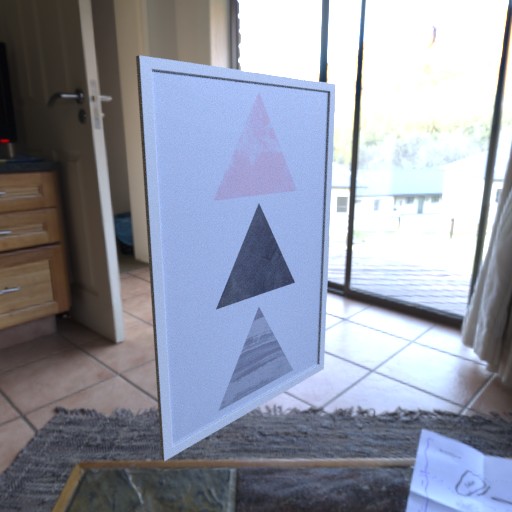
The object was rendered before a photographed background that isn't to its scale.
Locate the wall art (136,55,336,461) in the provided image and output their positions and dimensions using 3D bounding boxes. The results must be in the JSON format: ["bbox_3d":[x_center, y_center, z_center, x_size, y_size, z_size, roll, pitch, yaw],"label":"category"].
[{"bbox_3d":[0.000,0.000,1.219,0.659,0.940,0.013,-14,20,-43],"label":"wall art"}]
